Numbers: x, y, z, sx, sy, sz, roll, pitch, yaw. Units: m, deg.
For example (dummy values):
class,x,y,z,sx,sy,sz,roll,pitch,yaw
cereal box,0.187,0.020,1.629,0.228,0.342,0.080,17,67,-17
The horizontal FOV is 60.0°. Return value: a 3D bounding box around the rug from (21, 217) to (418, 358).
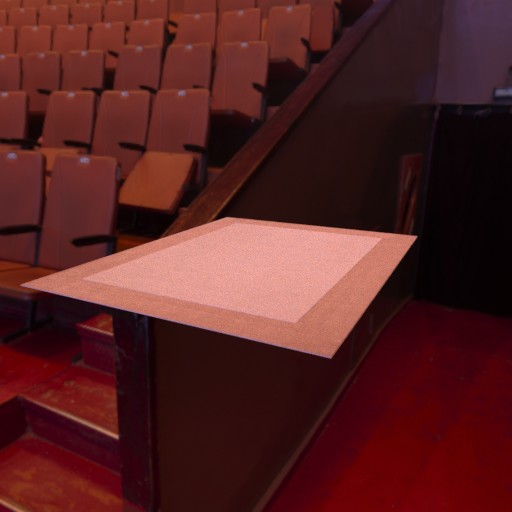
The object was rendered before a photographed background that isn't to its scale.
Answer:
class,x,y,z,sx,sy,sz,roll,pitch,yaw
rug,0.000,0.000,4.117,2.438,0.014,3.048,8,18,26
